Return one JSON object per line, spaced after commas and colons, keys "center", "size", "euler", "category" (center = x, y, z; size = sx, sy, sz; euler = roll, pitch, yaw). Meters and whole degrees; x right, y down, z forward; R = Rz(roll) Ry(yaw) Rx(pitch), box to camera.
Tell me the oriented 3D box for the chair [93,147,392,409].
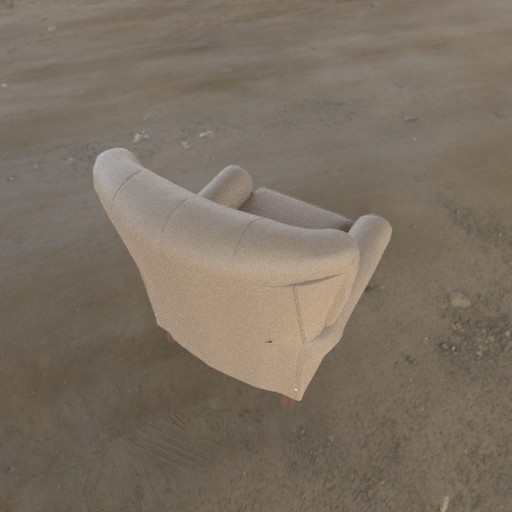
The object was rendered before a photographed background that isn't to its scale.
{"center": [0.000, 0.000, 1.946], "size": [0.999, 1.138, 1.041], "euler": [24, 51, 21], "category": "chair"}
